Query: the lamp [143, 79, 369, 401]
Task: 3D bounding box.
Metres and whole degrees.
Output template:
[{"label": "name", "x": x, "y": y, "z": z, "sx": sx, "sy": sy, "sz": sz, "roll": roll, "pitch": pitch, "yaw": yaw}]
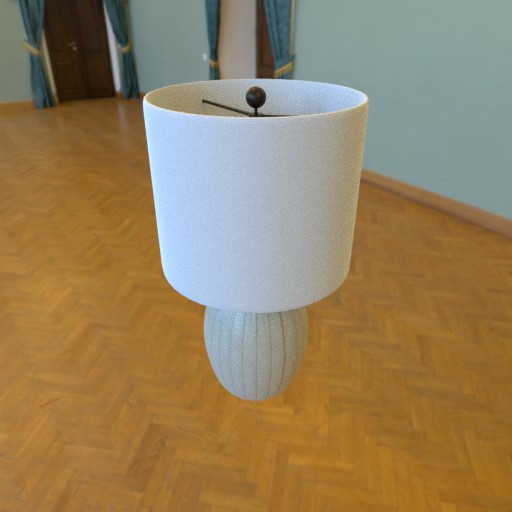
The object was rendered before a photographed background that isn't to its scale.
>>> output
[{"label": "lamp", "x": 0.000, "y": 0.000, "z": 0.790, "sx": 0.329, "sy": 0.570, "sz": 0.329, "roll": -20, "pitch": 35, "yaw": -31}]
